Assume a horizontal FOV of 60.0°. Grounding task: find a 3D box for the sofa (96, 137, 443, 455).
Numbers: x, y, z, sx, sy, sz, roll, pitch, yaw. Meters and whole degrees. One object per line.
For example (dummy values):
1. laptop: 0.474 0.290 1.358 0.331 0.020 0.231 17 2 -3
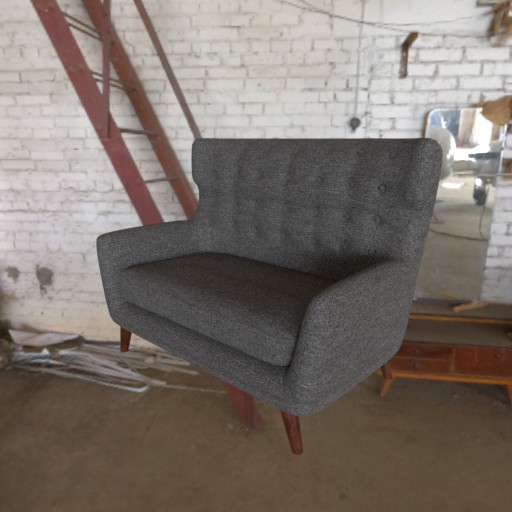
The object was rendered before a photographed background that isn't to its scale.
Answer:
1. sofa: 0.000 0.000 1.995 1.358 1.028 0.874 13 20 41
